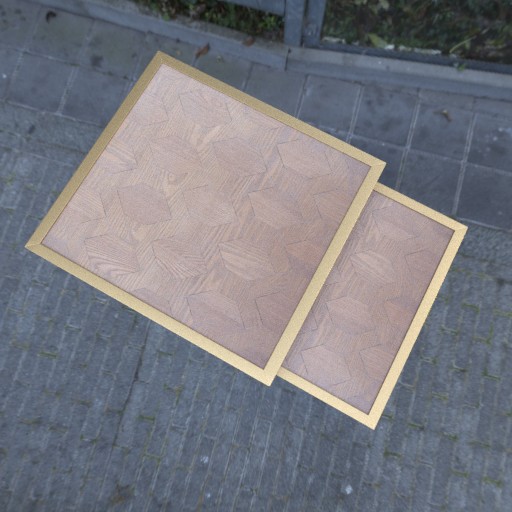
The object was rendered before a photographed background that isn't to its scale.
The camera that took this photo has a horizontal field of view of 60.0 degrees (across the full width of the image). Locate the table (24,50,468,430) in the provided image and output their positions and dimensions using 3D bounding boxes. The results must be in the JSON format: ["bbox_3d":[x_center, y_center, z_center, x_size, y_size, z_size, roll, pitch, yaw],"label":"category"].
[{"bbox_3d":[0.000,0.000,1.121,0.762,0.505,0.505,28,79,6],"label":"table"}]
